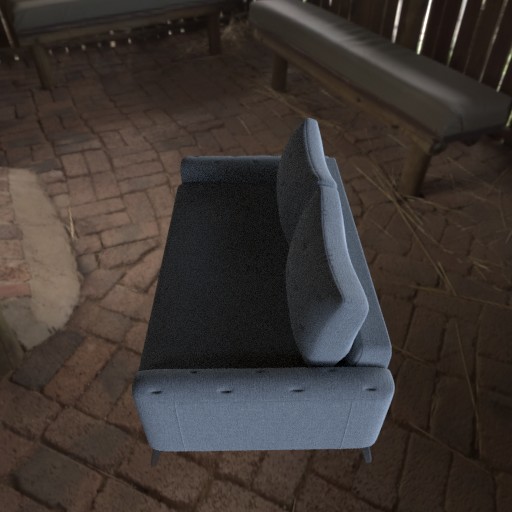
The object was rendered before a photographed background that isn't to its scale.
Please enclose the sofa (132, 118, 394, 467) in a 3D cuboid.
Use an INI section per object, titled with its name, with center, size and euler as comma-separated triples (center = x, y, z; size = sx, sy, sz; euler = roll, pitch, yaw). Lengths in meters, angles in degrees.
[sofa]
center = 0.000, 0.000, 2.126
size = 0.920, 0.790, 1.650
euler = -1, 41, -1
